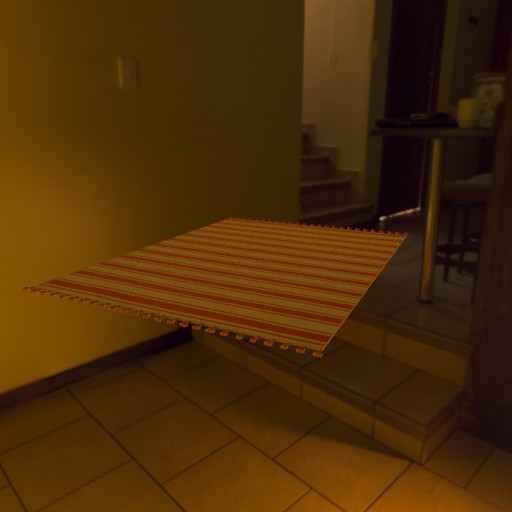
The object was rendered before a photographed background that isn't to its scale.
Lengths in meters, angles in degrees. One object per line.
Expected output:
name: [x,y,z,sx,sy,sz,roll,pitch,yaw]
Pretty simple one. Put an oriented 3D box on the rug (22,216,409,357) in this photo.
rug: [0.000,0.000,4.410,2.451,0.035,3.369,8,18,25]
